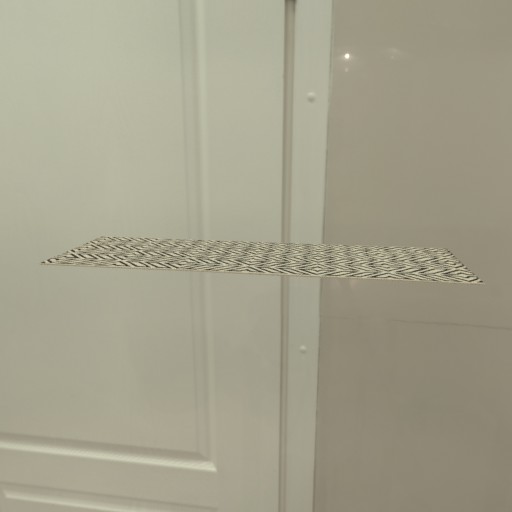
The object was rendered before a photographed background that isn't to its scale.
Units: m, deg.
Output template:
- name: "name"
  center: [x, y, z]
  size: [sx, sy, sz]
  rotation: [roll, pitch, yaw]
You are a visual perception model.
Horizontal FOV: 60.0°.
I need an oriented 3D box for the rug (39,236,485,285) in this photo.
- name: "rug"
  center: [0.000, 0.000, 2.750]
  size: [2.435, 0.009, 0.750]
  rotation: [2, 15, 9]
